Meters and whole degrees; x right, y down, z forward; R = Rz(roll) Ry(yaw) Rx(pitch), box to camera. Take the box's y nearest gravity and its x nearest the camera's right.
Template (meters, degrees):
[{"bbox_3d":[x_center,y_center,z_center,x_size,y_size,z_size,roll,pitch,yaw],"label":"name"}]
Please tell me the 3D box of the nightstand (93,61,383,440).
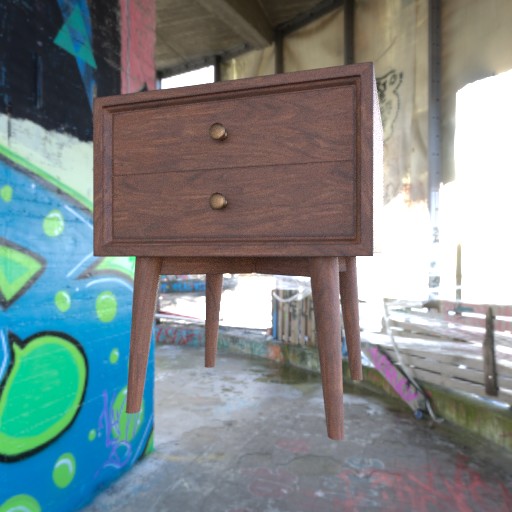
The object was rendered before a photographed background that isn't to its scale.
[{"bbox_3d":[0.000,0.000,0.970,0.521,0.607,0.445,0,0,18],"label":"nightstand"}]
